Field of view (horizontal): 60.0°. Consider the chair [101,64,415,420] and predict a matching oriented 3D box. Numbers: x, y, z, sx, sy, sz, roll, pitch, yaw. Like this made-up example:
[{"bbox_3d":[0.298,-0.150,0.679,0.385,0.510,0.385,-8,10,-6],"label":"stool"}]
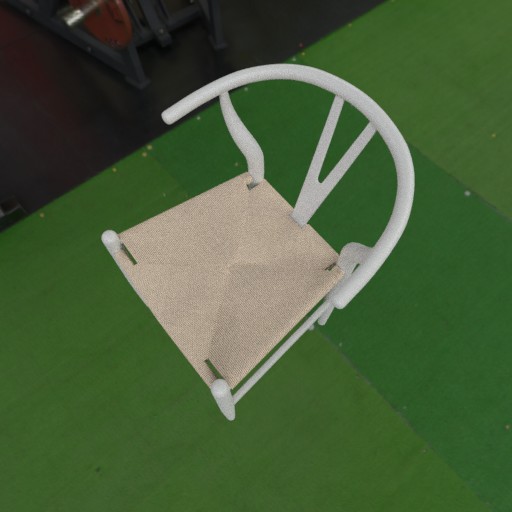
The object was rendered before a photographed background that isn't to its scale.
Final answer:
[{"bbox_3d":[0.000,0.000,1.128,0.579,0.730,0.569,-35,68,-16],"label":"chair"}]
